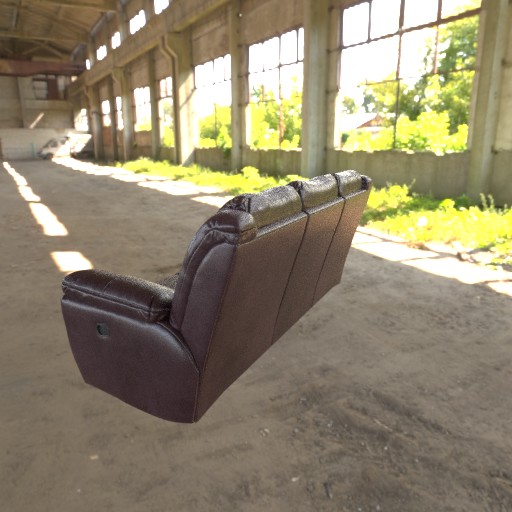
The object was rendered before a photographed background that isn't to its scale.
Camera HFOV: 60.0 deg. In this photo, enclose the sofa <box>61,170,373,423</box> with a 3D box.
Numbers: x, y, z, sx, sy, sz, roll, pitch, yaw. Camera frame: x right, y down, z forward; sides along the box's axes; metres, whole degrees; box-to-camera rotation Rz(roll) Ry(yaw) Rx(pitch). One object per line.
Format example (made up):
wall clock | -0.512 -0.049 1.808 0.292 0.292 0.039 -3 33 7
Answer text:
sofa | 0.000 0.000 2.882 0.991 1.043 2.337 7 16 26
